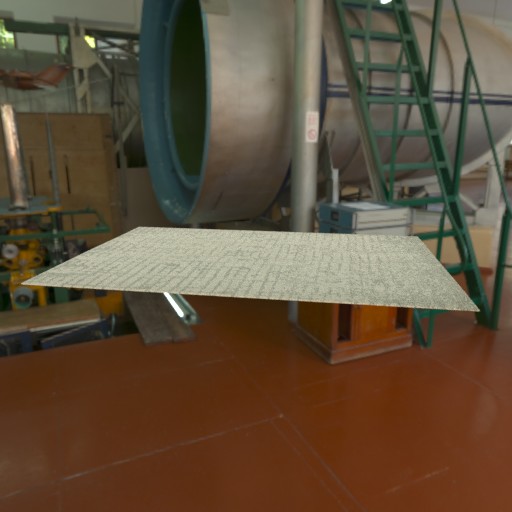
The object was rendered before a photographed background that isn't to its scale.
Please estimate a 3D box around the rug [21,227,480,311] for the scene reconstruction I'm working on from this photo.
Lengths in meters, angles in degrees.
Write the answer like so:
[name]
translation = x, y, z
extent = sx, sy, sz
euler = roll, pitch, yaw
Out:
[rug]
translation = 0.000, 0.000, 2.305
extent = 1.827, 0.007, 1.211
euler = 3, 15, 9
